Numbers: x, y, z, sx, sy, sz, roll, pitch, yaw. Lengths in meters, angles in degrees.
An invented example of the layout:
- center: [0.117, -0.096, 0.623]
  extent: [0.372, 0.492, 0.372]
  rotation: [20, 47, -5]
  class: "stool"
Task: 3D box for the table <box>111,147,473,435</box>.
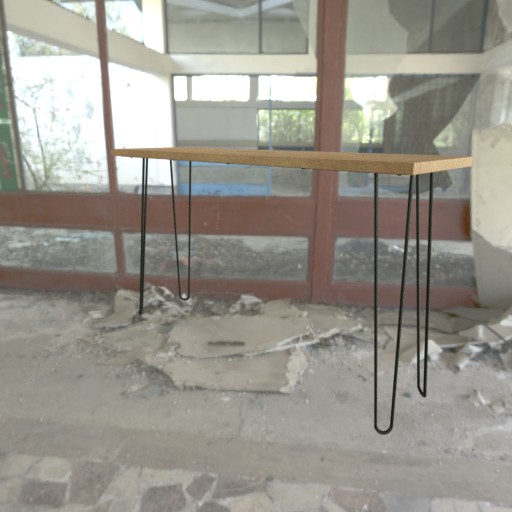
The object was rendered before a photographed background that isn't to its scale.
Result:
- center: [0.000, 0.000, 1.749]
  extent: [1.400, 0.799, 0.399]
  rotation: [14, 21, 42]
  class: "table"
